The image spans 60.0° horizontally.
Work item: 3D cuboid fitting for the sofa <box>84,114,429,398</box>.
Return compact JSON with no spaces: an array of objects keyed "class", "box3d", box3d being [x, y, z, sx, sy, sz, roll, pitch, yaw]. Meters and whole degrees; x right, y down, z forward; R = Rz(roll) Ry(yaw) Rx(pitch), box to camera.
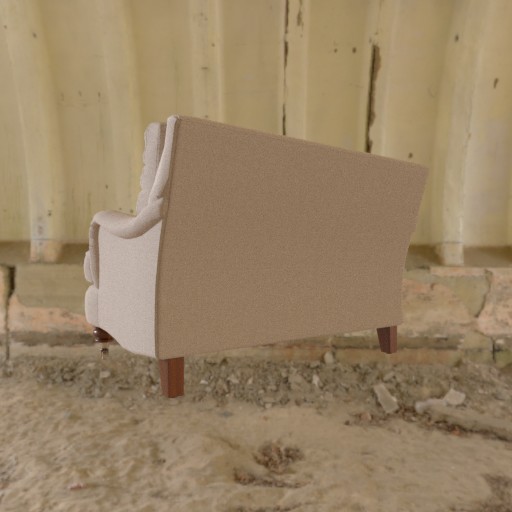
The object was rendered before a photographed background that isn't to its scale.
[{"class":"sofa","box3d":[0.000,0.000,2.288,1.508,1.048,1.087,0,0,-36]}]
